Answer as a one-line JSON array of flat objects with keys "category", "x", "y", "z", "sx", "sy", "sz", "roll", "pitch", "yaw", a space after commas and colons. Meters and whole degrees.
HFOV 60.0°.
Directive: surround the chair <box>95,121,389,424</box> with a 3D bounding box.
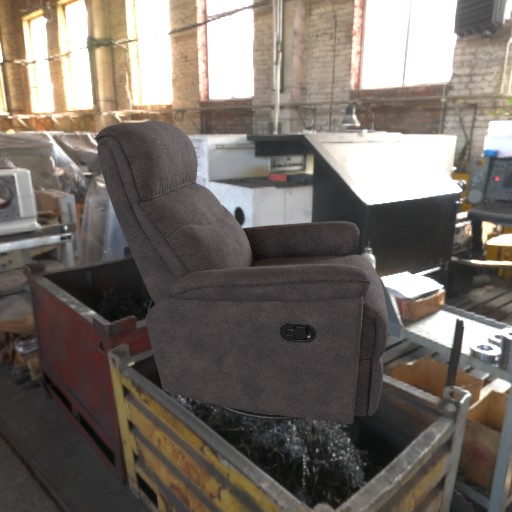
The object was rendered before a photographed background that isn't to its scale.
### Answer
[{"category": "chair", "x": 0.000, "y": 0.000, "z": 1.765, "sx": 1.009, "sy": 1.035, "sz": 0.830, "roll": 3, "pitch": 16, "yaw": 9}]
